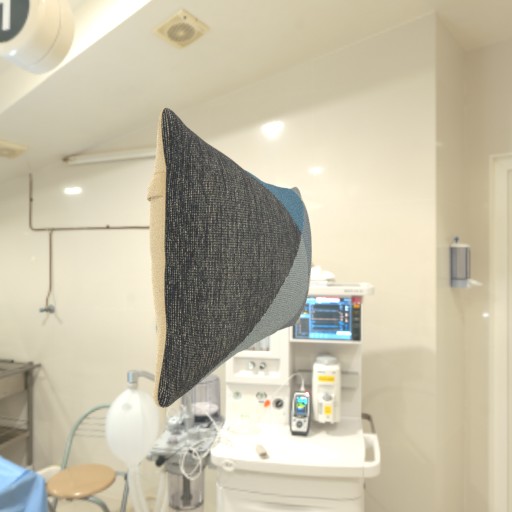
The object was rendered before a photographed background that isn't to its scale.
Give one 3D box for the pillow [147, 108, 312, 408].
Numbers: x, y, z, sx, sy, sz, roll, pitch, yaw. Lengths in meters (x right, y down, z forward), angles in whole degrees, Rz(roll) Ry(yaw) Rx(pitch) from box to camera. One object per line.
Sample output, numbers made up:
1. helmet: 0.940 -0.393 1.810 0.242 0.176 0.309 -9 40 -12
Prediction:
1. pillow: 0.000 0.000 0.719 0.148 0.307 0.604 0 0 18
